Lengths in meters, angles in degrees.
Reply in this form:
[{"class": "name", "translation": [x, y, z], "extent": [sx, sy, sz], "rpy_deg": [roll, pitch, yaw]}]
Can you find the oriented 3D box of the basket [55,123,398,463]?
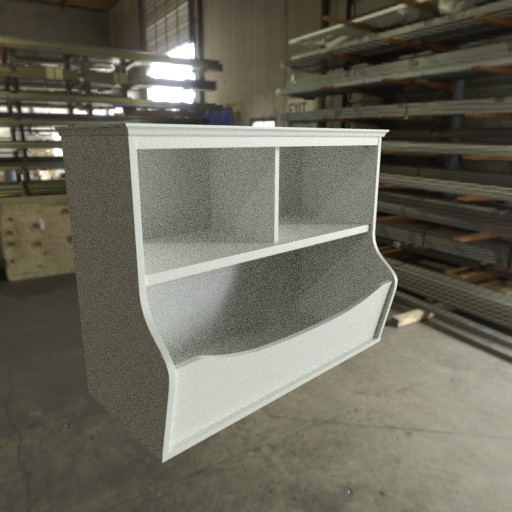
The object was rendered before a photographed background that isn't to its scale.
[{"class": "basket", "translation": [0.000, 0.000, 1.128], "extent": [0.792, 0.625, 0.376], "rpy_deg": [-14, 20, -42]}]
